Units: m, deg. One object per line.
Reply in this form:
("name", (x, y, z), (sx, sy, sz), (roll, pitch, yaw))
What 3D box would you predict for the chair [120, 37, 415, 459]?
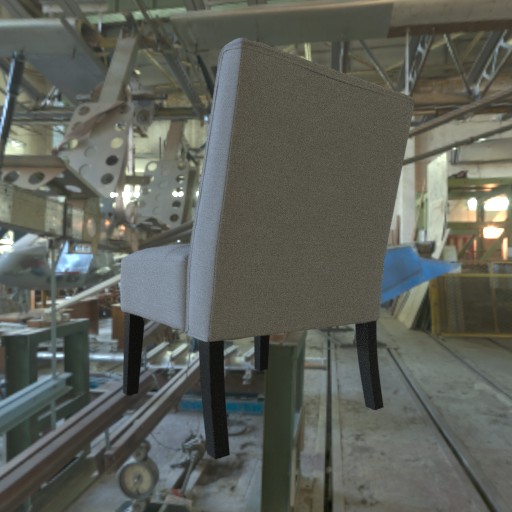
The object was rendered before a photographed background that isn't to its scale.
("chair", (0.000, 0.000, 1.261), (0.569, 0.853, 0.676), (0, 0, -36))
